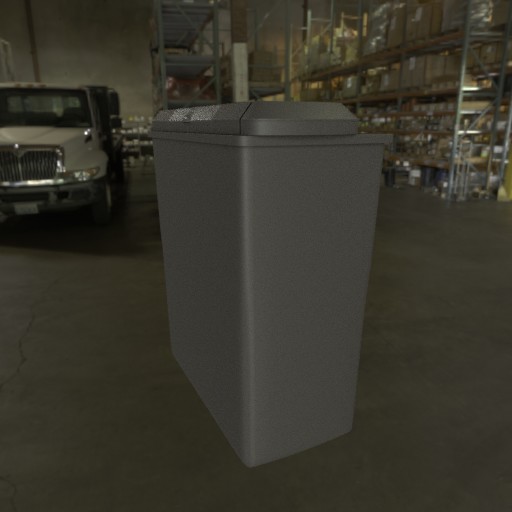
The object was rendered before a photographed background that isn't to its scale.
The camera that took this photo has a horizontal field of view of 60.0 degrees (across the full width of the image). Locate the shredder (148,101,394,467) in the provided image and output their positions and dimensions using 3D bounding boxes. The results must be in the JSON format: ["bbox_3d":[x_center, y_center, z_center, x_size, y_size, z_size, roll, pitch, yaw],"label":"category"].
[{"bbox_3d":[0.000,0.000,0.513,0.170,0.335,0.320,-8,18,-25],"label":"shredder"}]
